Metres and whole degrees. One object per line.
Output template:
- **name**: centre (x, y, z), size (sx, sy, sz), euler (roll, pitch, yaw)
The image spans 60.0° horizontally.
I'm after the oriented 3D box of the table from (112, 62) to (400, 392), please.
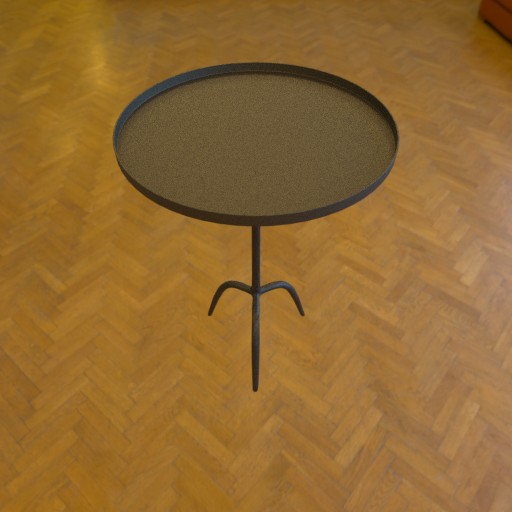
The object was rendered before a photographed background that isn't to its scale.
- **table**: centre (0.000, 0.000, 1.049), size (0.502, 0.700, 0.502), euler (-4, 47, -4)
